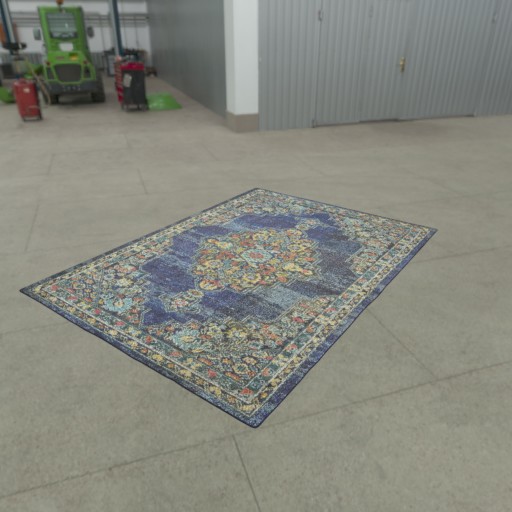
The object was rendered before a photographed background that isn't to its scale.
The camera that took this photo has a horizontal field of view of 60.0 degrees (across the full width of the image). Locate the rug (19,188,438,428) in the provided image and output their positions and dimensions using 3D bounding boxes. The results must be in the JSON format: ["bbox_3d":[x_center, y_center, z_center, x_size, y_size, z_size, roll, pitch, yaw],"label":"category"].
[{"bbox_3d":[0.000,0.000,2.816,1.630,0.009,2.232,18,32,32],"label":"rug"}]
